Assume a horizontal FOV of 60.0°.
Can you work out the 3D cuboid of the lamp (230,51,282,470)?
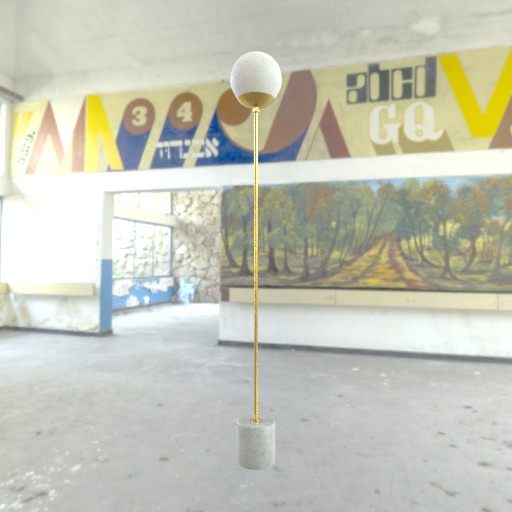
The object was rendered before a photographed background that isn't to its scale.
[{"bbox_3d":[0.000,0.000,1.908,0.224,1.753,0.224,0,-1,17],"label":"lamp"}]
